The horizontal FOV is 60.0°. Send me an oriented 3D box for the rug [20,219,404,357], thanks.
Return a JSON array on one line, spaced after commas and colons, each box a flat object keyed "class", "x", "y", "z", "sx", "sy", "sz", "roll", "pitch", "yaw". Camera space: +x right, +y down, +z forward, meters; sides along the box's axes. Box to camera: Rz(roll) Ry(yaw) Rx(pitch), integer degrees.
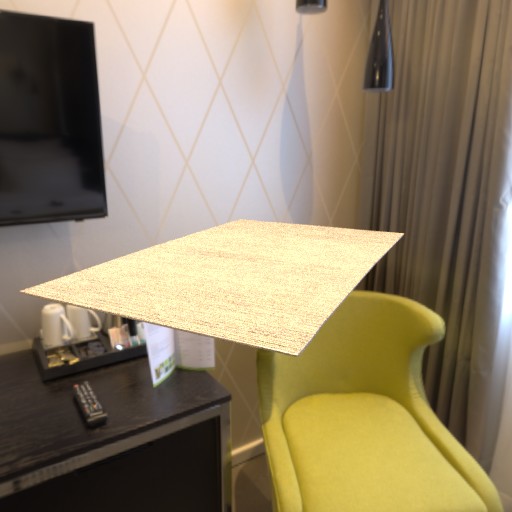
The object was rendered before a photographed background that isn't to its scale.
[{"class": "rug", "x": 0.000, "y": 0.000, "z": 2.209, "sx": 1.149, "sy": 0.021, "sz": 1.773, "roll": 7, "pitch": 17, "yaw": 26}]
